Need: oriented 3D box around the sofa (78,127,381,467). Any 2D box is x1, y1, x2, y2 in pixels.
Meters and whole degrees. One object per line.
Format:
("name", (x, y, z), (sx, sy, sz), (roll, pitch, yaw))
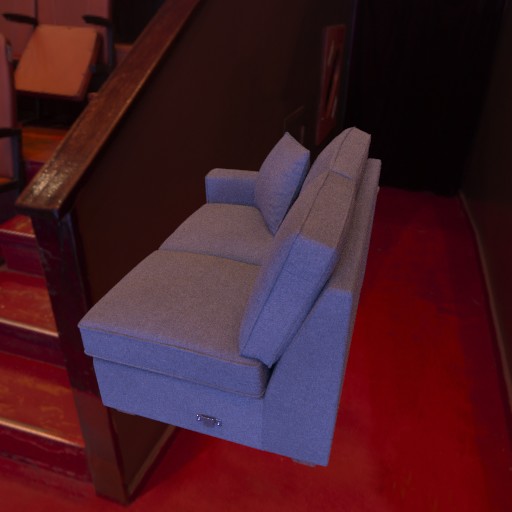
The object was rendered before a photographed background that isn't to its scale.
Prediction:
("sofa", (0.000, 0.000, 2.060), (0.991, 0.989, 1.388), (9, 31, 15))
